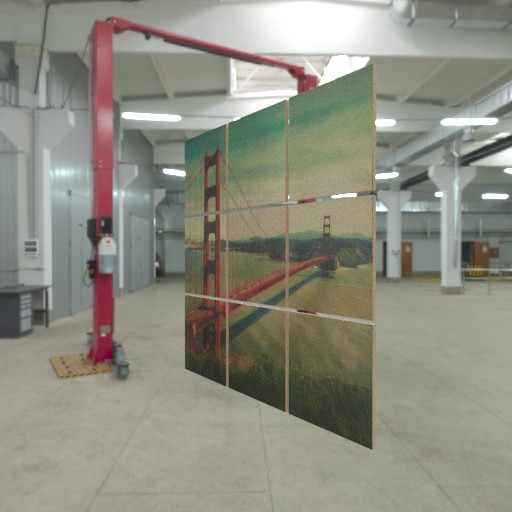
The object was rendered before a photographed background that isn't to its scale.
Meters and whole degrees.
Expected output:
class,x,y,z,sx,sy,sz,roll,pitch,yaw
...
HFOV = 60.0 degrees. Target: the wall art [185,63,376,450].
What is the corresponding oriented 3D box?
class,x,y,z,sx,sy,sz,roll,pitch,yaw
wall art,0.000,0.000,1.410,0.012,0.910,0.917,0,1,-38
